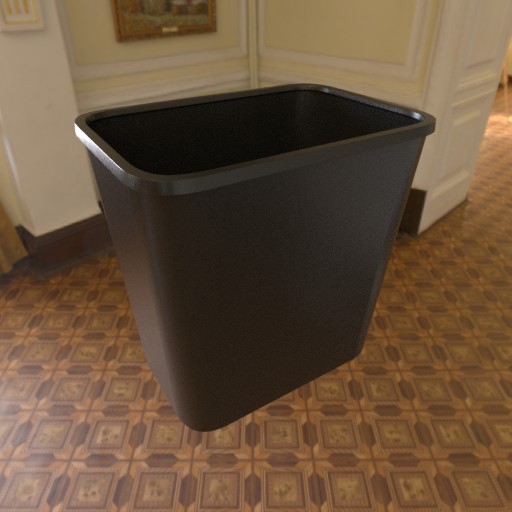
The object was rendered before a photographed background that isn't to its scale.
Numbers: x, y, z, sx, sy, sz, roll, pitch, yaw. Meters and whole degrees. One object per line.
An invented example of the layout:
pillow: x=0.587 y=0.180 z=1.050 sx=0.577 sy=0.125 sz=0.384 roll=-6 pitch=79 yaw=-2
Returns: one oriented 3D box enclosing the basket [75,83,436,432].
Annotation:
basket: x=0.000 y=0.000 z=0.495 sx=0.300 sy=0.307 sz=0.211 roll=-19 pitch=37 yaw=-27
